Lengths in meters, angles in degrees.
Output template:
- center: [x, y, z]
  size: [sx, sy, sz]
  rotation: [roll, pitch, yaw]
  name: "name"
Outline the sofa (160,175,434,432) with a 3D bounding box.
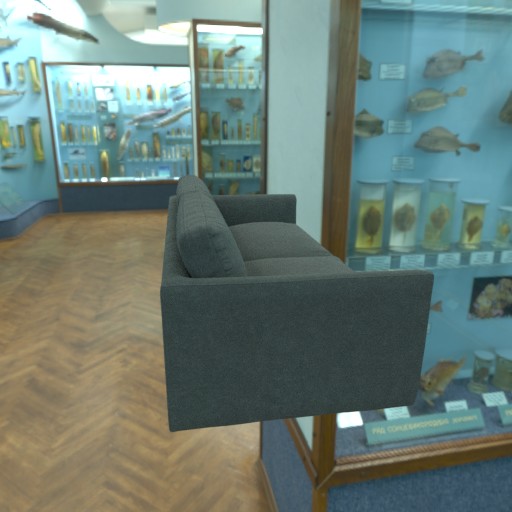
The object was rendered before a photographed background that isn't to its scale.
- center: [0.000, 0.000, 2.795]
  size: [1.092, 0.838, 2.257]
  rotation: [-3, 16, -9]
  name: "sofa"
